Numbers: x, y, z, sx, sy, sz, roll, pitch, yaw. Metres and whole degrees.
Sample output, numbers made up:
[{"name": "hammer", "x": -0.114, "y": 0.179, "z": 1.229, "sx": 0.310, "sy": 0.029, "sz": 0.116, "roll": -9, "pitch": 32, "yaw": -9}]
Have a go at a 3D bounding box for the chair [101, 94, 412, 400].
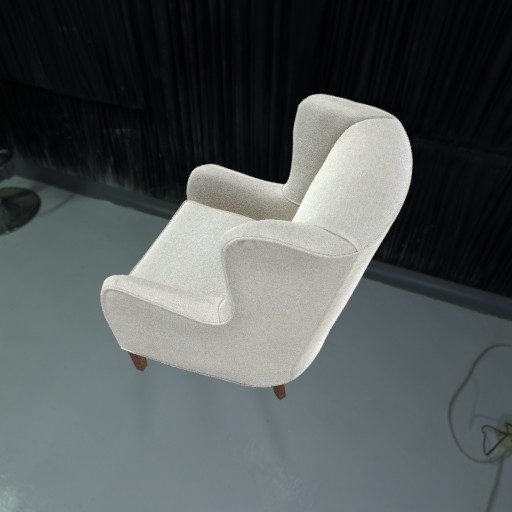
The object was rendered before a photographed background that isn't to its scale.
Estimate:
[{"name": "chair", "x": 0.000, "y": 0.000, "z": 1.766, "sx": 0.966, "sy": 1.040, "sz": 0.838, "roll": 15, "pitch": 48, "yaw": 14}]
